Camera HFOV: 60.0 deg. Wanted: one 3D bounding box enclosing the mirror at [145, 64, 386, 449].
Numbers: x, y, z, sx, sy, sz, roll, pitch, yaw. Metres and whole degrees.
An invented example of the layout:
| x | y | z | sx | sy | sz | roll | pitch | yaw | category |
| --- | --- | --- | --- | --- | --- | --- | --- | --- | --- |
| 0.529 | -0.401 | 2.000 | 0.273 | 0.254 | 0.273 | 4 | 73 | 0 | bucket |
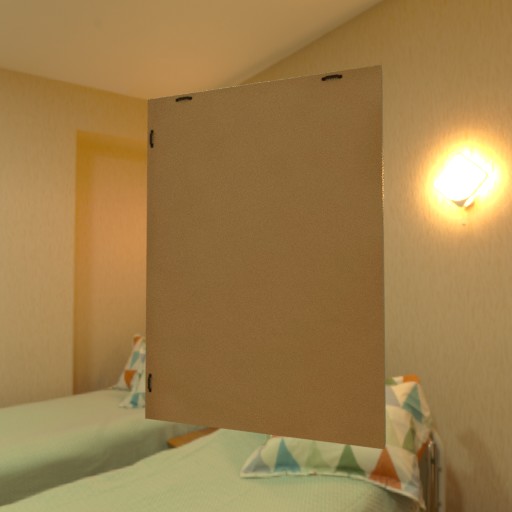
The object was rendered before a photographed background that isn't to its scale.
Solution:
| x | y | z | sx | sy | sz | roll | pitch | yaw | category |
| --- | --- | --- | --- | --- | --- | --- | --- | --- | --- |
| 0.000 | 0.000 | 0.915 | 0.507 | 0.710 | 0.039 | -1 | -2 | 19 | mirror |
